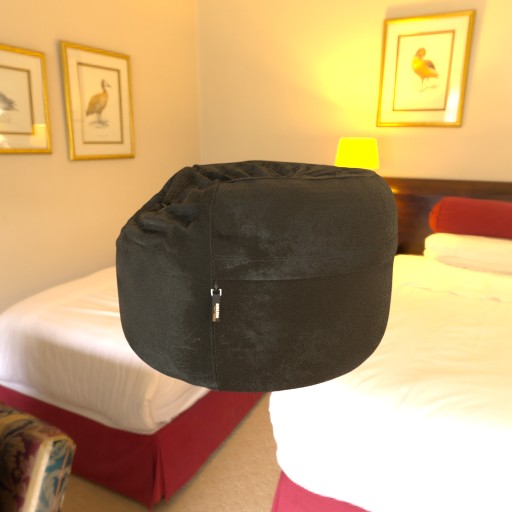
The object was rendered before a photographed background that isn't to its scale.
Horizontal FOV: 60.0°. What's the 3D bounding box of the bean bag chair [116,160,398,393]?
[{"bbox_3d":[0.000,0.000,1.509,0.918,0.605,0.918,0,15,0],"label":"bean bag chair"}]
